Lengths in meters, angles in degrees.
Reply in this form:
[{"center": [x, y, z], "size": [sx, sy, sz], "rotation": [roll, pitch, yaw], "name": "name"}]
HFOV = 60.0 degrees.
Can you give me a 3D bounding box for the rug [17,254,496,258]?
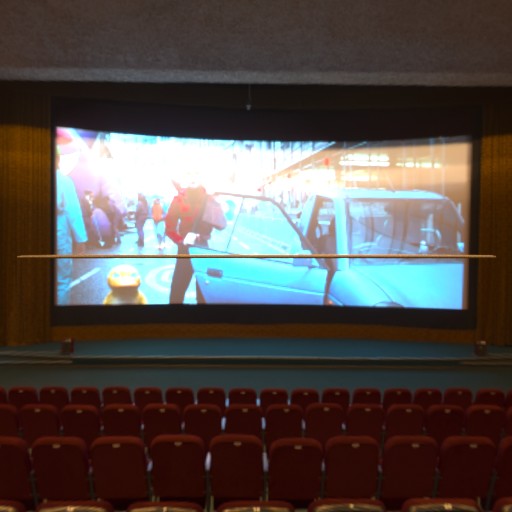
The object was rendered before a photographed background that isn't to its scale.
[{"center": [0.000, 0.000, 2.316], "size": [1.847, 0.012, 1.224], "rotation": [0, 0, -1], "name": "rug"}]
